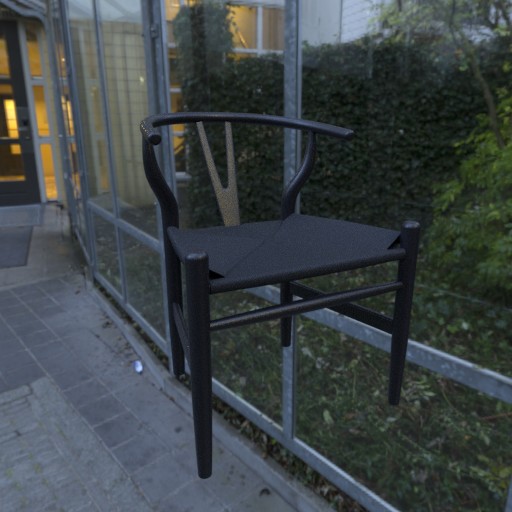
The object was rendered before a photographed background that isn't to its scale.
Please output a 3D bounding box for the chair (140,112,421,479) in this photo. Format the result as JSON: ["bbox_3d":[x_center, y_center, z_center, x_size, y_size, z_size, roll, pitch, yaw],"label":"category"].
[{"bbox_3d":[0.000,0.000,1.162,0.569,0.730,0.579,-9,18,-27],"label":"chair"}]
